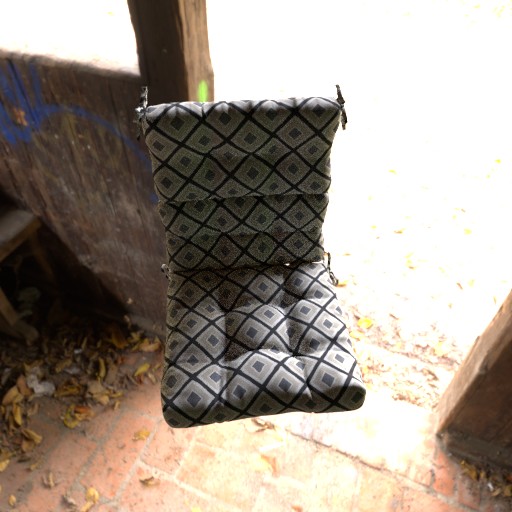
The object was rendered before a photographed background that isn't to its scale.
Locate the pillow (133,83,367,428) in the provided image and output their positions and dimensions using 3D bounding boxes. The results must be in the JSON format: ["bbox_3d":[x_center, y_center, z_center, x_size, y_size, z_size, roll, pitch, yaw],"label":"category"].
[{"bbox_3d":[0.000,0.000,1.046,0.519,0.605,0.571,-4,45,-4],"label":"pillow"}]
